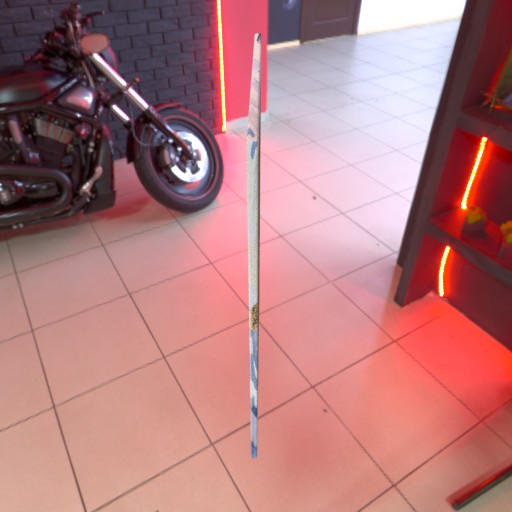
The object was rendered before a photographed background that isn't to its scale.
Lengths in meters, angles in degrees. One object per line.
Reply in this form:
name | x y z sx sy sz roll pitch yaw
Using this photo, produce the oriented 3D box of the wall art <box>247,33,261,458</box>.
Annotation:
wall art | 0.000 0.000 1.141 0.016 0.914 0.610 1 39 1
